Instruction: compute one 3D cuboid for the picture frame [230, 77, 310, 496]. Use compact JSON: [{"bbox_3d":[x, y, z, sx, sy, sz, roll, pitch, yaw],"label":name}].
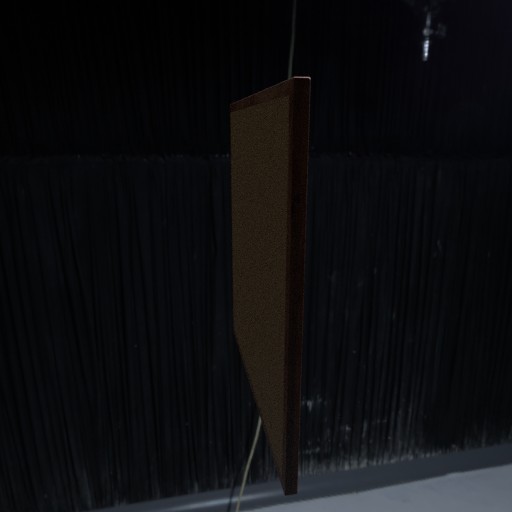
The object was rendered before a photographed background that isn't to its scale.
[{"bbox_3d":[0.000,0.000,1.199,0.029,0.817,0.810,-3,16,-10],"label":"picture frame"}]
